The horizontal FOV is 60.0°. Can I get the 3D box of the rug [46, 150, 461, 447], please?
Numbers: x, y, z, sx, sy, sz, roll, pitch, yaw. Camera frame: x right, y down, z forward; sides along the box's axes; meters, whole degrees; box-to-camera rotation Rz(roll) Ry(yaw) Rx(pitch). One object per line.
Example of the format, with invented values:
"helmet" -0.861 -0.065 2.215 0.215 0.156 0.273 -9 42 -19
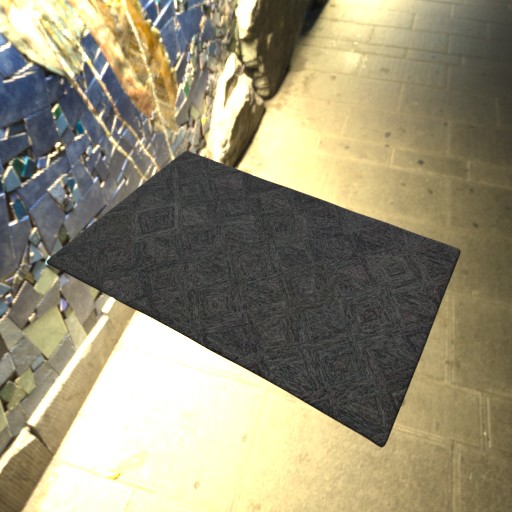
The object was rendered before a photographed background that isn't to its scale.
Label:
"rug" 0.000 0.000 2.220 1.752 0.013 1.158 23 51 21
